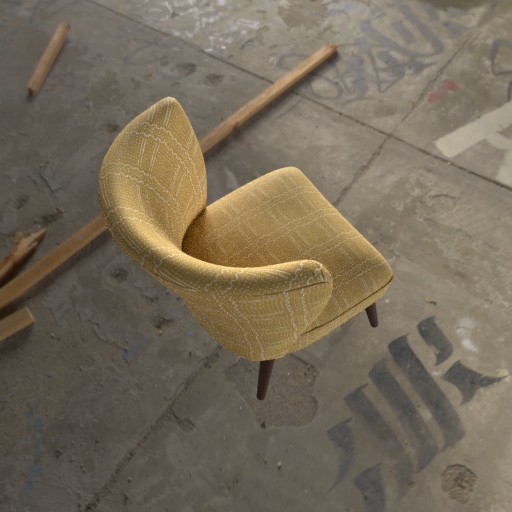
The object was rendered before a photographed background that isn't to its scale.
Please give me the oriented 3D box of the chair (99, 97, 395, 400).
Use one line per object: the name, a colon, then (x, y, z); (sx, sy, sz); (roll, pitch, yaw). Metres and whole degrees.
chair: (0.000, 0.000, 1.418); (0.758, 0.866, 0.706); (-29, 62, -18)
